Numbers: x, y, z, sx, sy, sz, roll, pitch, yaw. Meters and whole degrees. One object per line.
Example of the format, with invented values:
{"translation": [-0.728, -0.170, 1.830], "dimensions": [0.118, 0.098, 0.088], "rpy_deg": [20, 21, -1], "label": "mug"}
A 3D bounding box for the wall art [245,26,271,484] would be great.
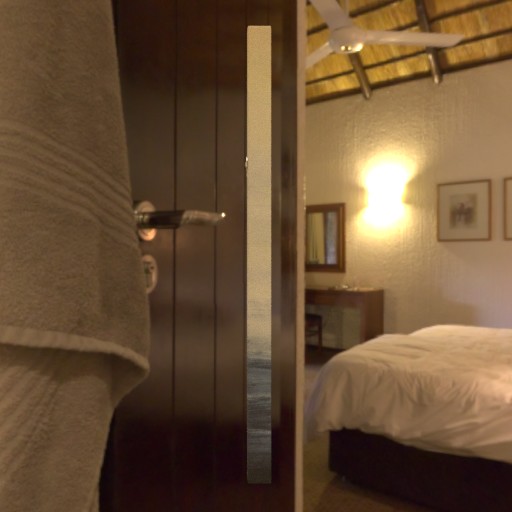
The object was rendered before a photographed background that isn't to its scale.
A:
{"translation": [0.000, 0.000, 0.986], "dimensions": [0.041, 0.710, 0.608], "rpy_deg": [0, 0, -1], "label": "wall art"}
